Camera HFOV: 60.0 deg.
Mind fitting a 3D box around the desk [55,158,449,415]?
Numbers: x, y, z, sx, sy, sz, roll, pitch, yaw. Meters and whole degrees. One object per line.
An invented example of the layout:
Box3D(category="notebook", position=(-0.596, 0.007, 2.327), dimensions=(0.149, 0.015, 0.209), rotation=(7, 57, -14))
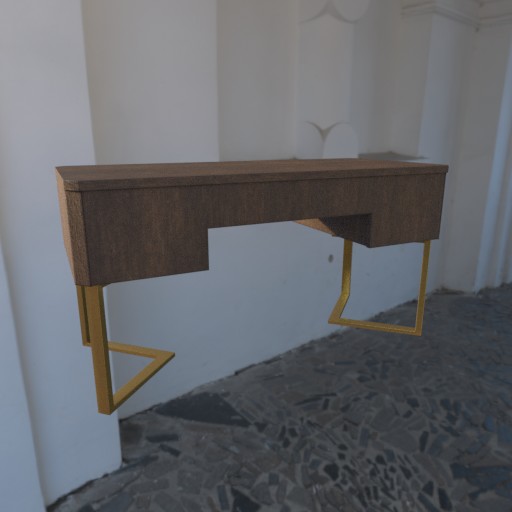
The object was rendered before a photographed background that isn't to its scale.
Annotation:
Box3D(category="desk", position=(0.000, 0.000, 1.902), dimensions=(1.479, 0.762, 0.684), rotation=(-7, 17, -25))
